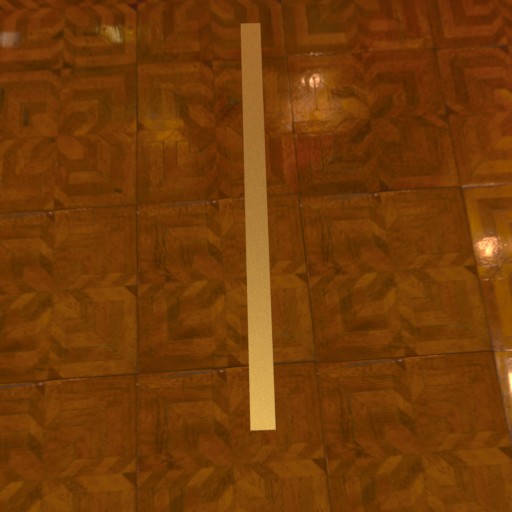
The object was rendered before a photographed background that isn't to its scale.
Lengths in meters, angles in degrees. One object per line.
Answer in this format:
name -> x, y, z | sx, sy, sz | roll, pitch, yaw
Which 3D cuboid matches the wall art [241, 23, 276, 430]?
wall art -> 0.000, 0.000, 2.928 | 0.099, 1.926, 1.926 | -2, 75, 0
